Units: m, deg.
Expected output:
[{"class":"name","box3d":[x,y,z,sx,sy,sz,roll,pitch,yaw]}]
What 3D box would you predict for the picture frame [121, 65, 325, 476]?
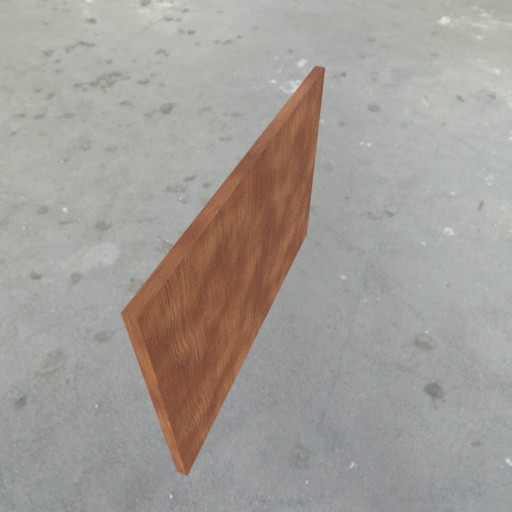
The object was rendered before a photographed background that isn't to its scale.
[{"class":"picture frame","box3d":[0.000,0.000,1.174,0.029,0.640,0.950,16,48,16]}]
